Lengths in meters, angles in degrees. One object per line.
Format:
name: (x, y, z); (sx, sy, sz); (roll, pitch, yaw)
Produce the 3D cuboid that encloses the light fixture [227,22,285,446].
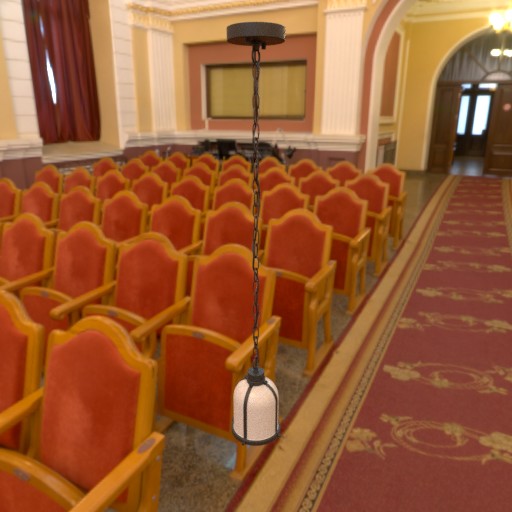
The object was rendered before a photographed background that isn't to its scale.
light fixture: (0.000, 0.000, 1.270); (0.178, 1.181, 0.178); (9, 19, 26)
